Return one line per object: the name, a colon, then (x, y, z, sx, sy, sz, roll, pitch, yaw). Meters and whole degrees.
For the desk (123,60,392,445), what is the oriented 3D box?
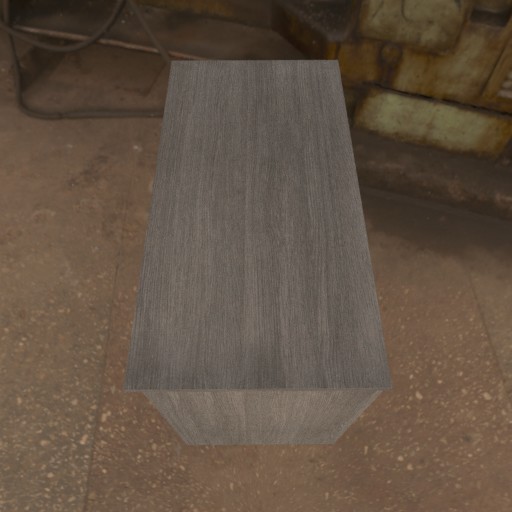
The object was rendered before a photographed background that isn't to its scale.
desk: (0.000, 0.000, 1.521, 0.560, 0.735, 1.097, 0, 59, 0)
